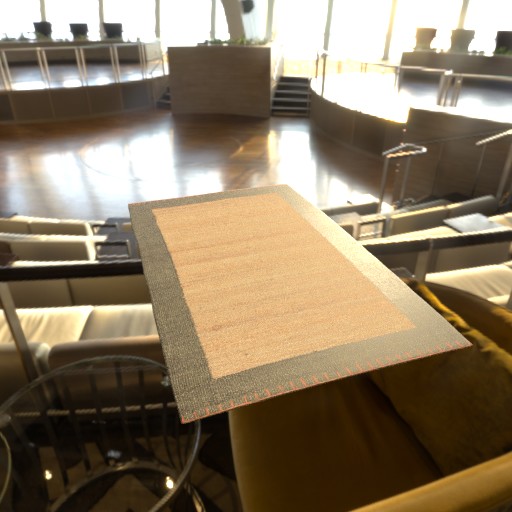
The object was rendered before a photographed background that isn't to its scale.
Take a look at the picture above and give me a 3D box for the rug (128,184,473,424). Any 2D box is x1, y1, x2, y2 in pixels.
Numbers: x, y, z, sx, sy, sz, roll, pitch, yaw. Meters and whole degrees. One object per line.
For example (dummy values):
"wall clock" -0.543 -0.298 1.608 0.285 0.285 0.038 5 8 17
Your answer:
"rug" 0.000 0.000 3.032 1.521 0.006 2.435 -10 31 -16
